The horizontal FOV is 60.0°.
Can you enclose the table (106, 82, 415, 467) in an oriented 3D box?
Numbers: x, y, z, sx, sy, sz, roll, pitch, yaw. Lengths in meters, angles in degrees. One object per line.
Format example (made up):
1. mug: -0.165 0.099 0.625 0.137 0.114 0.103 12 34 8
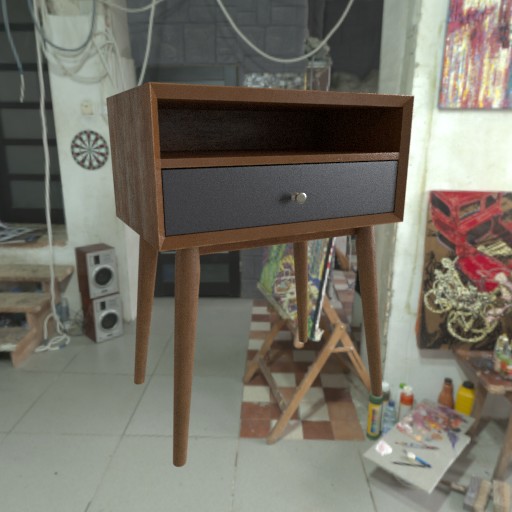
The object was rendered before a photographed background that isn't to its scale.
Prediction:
1. table: 0.000 0.000 0.855 0.454 0.580 0.307 -8 17 -27
